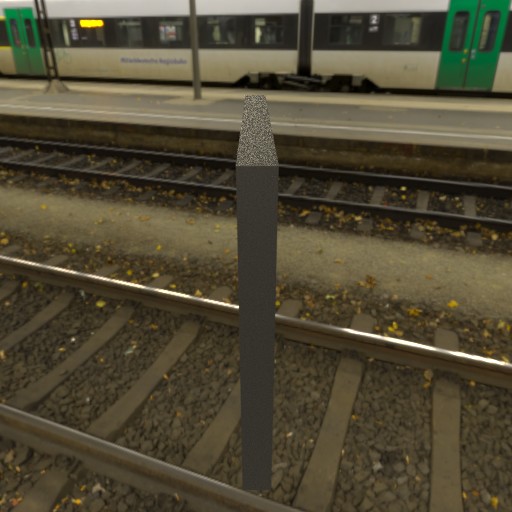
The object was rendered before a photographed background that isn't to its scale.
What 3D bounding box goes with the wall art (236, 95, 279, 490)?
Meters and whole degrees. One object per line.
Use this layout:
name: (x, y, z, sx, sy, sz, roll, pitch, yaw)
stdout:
wall art: (0.000, 0.000, 0.531, 0.028, 0.321, 0.381, 0, 26, 0)
